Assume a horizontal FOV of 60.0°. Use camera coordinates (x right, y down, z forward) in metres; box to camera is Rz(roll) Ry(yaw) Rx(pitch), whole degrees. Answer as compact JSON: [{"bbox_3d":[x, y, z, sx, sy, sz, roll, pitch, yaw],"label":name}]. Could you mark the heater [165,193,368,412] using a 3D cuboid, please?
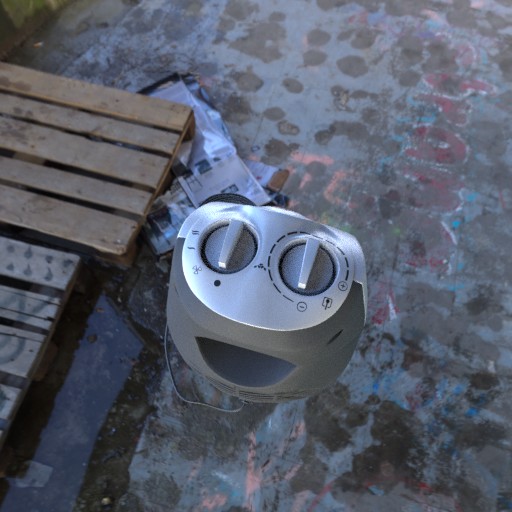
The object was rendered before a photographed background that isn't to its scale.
[{"bbox_3d":[0.000,0.000,0.464,0.239,0.240,0.291,14,64,7],"label":"heater"}]
